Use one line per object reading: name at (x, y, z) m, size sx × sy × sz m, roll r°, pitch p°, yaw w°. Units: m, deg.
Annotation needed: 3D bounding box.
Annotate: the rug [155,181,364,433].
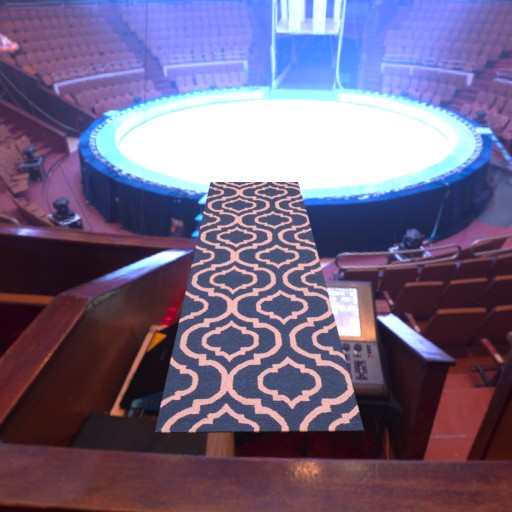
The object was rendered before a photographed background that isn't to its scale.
rug at (0.000, 0.000, 2.445) m, size 0.685 × 0.006 × 2.296 m, roll 0°, pitch 30°, yaw -1°
